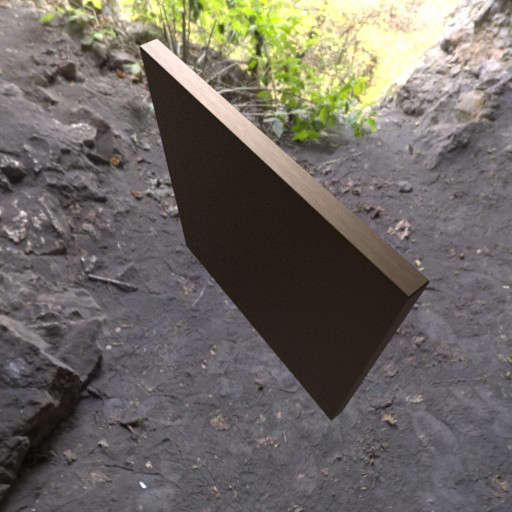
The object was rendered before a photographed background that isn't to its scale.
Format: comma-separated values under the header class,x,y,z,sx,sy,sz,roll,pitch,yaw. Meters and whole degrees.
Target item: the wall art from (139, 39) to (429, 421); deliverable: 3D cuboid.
class,x,y,z,sx,sy,sz,roll,pitch,yaw
wall art,0.000,0.000,0.736,0.030,0.506,0.503,-33,63,-19
